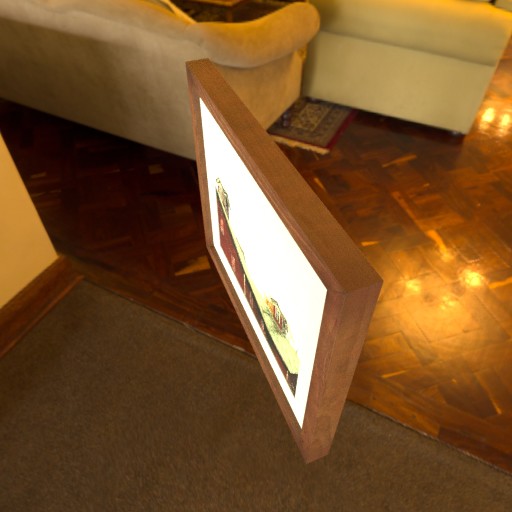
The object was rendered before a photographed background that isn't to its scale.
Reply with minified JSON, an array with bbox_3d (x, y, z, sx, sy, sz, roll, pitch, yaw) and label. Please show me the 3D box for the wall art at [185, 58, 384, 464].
[{"bbox_3d":[0.000,0.000,0.550,0.030,0.328,0.401,-16,48,-15],"label":"wall art"}]
